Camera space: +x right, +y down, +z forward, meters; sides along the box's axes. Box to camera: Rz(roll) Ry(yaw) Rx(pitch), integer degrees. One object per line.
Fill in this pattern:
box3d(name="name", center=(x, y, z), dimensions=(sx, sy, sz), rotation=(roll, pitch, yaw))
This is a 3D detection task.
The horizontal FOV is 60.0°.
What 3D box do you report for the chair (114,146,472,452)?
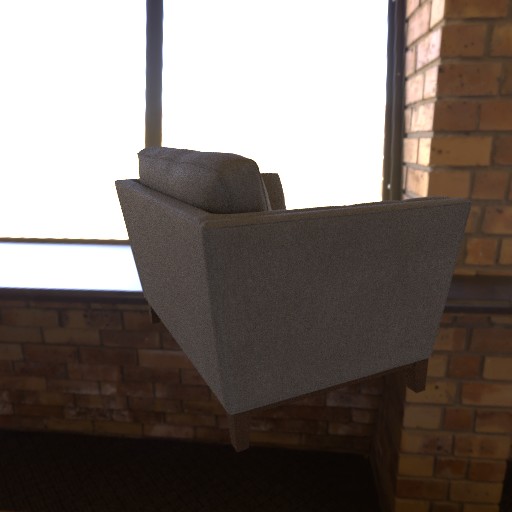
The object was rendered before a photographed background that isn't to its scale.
box3d(name="chair", center=(0.000, 0.000, 1.979), dimensions=(0.965, 0.942, 1.396), rotation=(-7, 16, -25))
